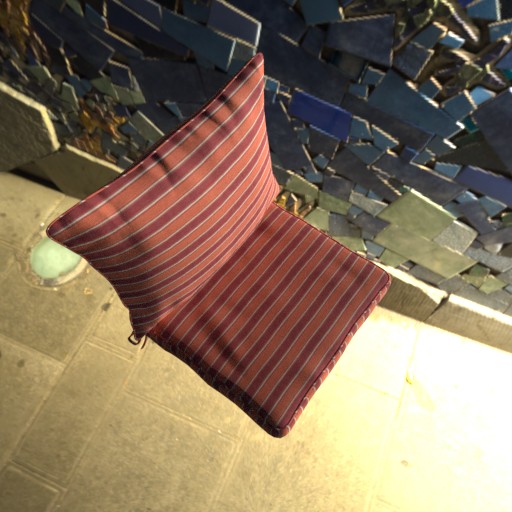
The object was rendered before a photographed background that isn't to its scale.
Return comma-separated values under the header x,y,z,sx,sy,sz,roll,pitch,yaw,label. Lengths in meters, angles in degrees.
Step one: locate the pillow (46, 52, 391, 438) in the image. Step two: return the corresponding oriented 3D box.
x,y,z,sx,sy,sz,roll,pitch,yaw,label
0.000,0.000,1.353,0.733,0.723,0.799,34,65,18,pillow
